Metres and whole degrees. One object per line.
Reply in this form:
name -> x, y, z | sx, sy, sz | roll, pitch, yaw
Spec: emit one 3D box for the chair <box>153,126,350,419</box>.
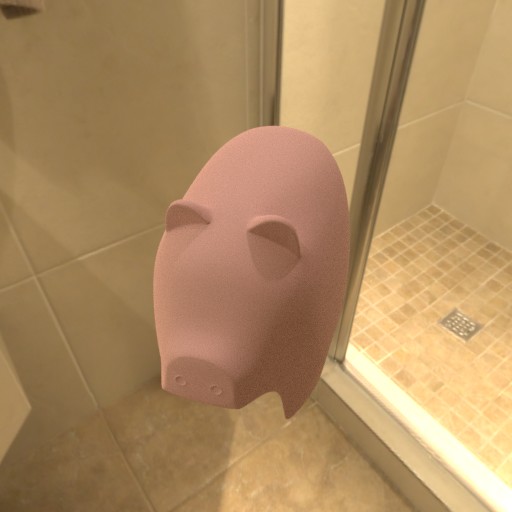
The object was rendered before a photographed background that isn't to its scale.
chair -> 0.000, 0.000, 0.871 | 0.364, 0.423, 0.619 | 11, 43, 12
